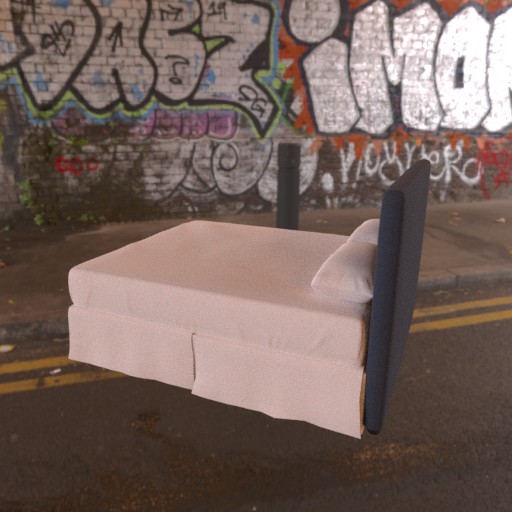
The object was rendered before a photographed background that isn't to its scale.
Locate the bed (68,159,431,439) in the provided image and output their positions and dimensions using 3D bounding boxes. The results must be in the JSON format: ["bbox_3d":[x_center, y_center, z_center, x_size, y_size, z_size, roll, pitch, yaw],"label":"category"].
[{"bbox_3d":[0.000,0.000,3.208,2.162,1.330,1.713,8,19,23],"label":"bed"}]
